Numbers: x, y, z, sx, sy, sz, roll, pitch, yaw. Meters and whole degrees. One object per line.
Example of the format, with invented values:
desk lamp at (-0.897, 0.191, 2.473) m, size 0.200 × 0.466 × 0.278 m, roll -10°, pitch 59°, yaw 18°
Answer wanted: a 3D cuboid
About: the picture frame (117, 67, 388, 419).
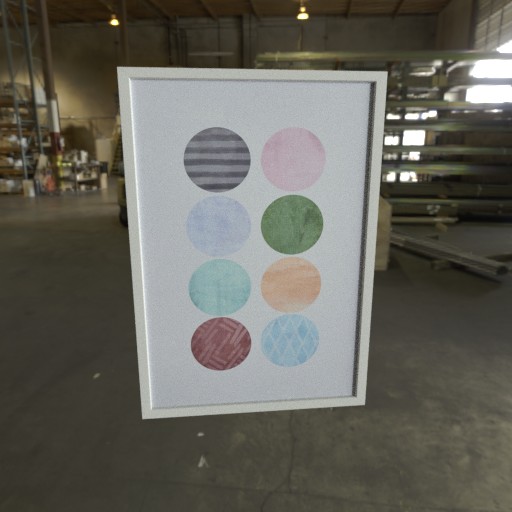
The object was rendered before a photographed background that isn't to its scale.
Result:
picture frame at (0.000, 0.000, 0.556) m, size 0.305 × 0.434 × 0.013 m, roll -2°, pitch 14°, yaw -6°
